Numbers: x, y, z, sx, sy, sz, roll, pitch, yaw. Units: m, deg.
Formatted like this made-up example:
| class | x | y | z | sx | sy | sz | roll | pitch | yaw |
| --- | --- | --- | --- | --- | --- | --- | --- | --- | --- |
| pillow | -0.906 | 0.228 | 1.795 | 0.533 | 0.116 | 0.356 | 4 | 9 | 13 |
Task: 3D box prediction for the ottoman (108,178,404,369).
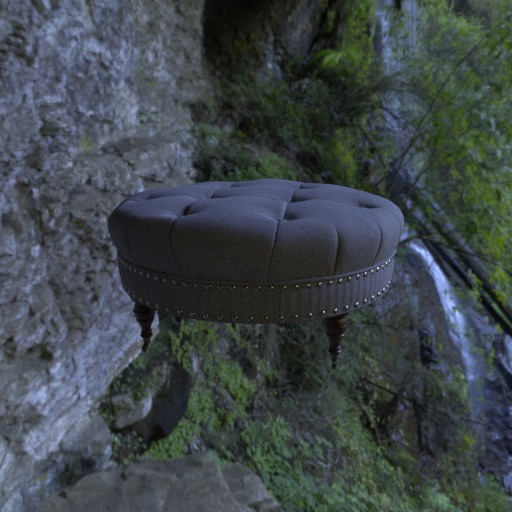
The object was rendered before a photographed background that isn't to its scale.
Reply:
| class | x | y | z | sx | sy | sz | roll | pitch | yaw |
| --- | --- | --- | --- | --- | --- | --- | --- | --- | --- |
| ottoman | 0.000 | 0.000 | 1.431 | 0.901 | 0.439 | 0.901 | 0 | 16 | 0 |
